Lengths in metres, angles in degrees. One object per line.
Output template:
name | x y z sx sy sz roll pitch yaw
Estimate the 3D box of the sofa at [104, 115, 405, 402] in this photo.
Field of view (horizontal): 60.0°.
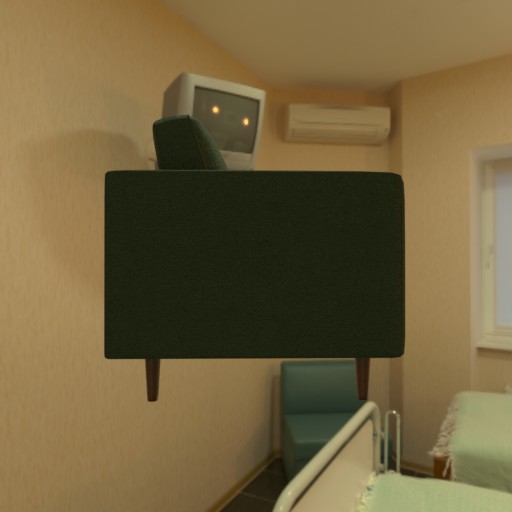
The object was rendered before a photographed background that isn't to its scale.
sofa | 0.000 0.000 1.957 0.879 0.899 1.430 0 0 -1
